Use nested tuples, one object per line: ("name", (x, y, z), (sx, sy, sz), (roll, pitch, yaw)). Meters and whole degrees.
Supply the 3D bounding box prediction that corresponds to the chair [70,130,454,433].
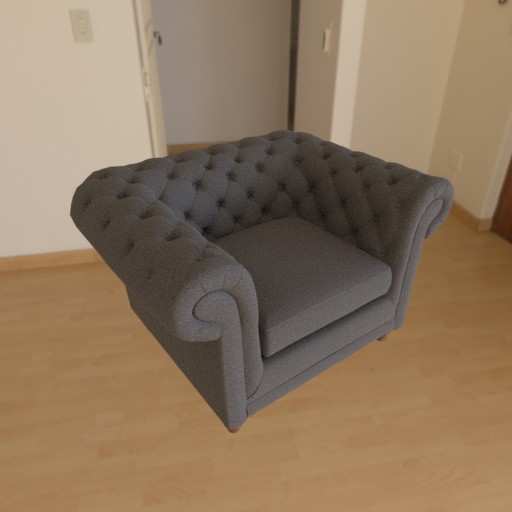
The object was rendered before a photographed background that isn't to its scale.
("chair", (0.000, 0.000, 1.904), (1.270, 0.770, 0.976), (-21, 37, -30))
